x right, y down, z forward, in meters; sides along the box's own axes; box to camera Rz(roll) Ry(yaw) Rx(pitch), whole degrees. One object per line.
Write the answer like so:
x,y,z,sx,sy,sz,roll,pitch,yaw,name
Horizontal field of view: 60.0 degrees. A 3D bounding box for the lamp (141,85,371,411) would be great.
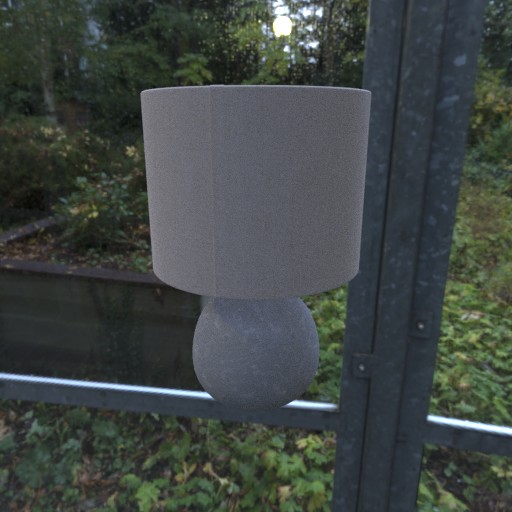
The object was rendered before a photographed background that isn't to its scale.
0.000,0.000,0.592,0.269,0.409,0.269,9,19,26,lamp
